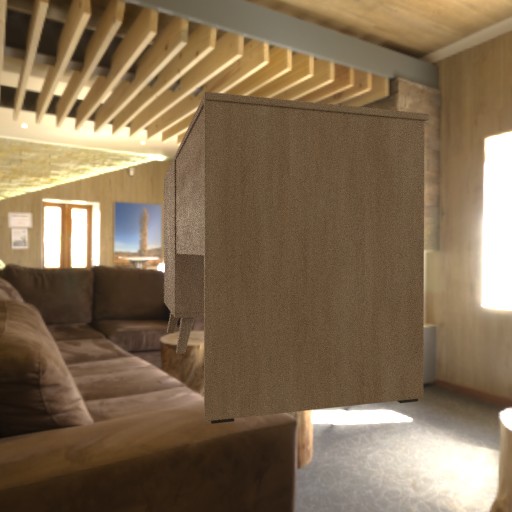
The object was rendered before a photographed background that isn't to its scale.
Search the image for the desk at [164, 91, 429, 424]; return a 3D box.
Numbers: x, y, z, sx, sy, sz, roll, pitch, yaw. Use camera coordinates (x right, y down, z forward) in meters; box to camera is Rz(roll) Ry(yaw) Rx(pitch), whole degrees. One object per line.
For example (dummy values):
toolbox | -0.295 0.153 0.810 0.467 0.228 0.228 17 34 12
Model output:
desk | 0.000 0.000 1.704 0.600 0.770 1.251 0 1 -16
